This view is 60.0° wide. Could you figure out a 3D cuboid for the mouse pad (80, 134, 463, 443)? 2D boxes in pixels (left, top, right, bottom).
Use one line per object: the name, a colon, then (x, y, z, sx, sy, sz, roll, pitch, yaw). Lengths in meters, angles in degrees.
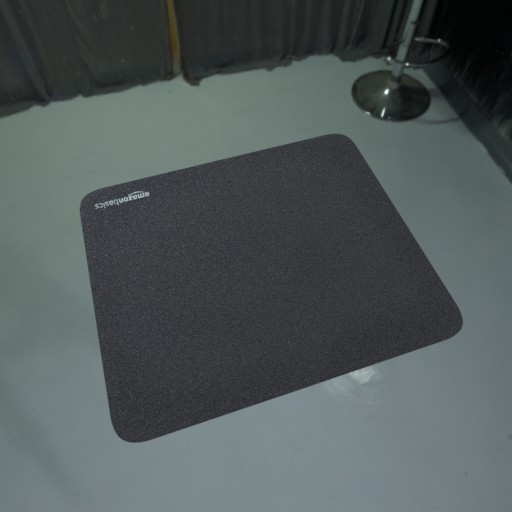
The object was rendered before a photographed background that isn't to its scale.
mouse pad: (0.000, 0.000, 0.433, 0.315, 0.002, 0.269, -16, 59, -10)
